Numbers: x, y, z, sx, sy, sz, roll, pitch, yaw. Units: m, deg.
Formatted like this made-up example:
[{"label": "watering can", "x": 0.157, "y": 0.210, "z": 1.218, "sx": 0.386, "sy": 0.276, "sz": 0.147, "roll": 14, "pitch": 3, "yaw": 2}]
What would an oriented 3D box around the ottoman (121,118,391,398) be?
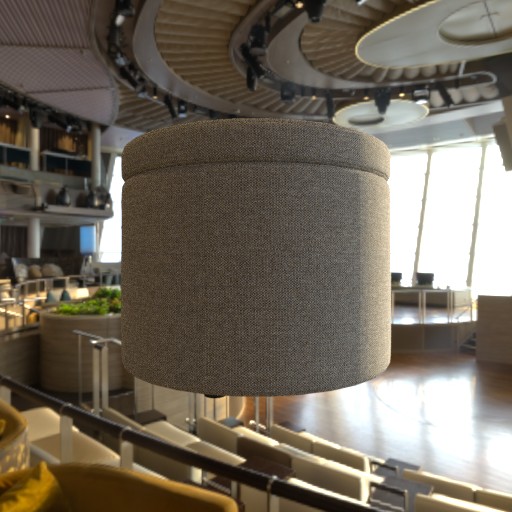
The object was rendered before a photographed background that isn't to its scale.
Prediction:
[{"label": "ottoman", "x": 0.000, "y": 0.000, "z": 0.859, "sx": 0.500, "sy": 0.419, "sz": 0.500, "roll": 0, "pitch": 0, "yaw": 0}]
